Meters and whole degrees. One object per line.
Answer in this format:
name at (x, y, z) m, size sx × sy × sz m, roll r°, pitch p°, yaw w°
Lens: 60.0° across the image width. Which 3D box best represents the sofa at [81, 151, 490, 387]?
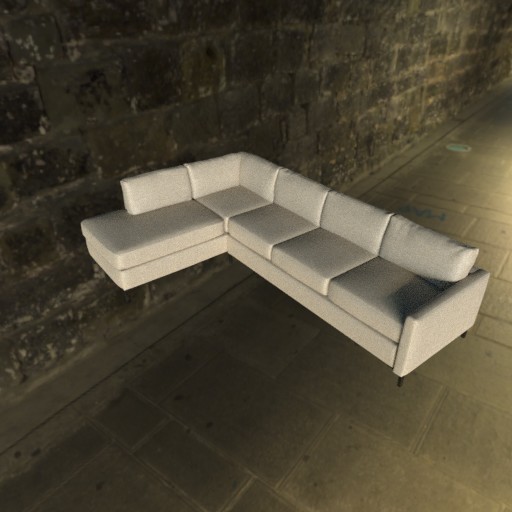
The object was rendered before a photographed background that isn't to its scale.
sofa at (0.000, 0.000, 3.054) m, size 1.617 × 0.703 × 2.423 m, roll -22°, pitch 37°, yaw -32°
